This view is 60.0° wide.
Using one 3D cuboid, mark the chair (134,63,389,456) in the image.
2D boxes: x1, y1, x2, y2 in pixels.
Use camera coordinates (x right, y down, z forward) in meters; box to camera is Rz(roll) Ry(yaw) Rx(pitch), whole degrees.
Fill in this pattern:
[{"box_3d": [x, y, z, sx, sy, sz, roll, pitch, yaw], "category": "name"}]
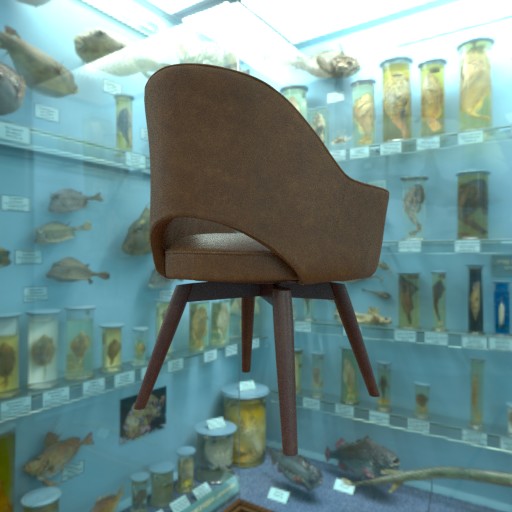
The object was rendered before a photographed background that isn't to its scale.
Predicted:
[{"box_3d": [0.000, 0.000, 1.166, 0.591, 0.777, 0.640, 0, 0, 36], "category": "chair"}]
